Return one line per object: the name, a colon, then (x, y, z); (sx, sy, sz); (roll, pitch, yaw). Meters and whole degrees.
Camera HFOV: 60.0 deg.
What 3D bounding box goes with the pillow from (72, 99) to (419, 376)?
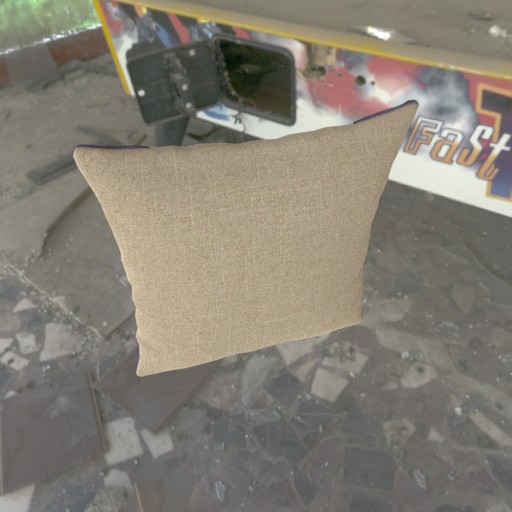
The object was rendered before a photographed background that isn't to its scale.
pillow: (0.000, 0.000, 0.681); (0.440, 0.441, 0.147); (-12, 43, -13)
